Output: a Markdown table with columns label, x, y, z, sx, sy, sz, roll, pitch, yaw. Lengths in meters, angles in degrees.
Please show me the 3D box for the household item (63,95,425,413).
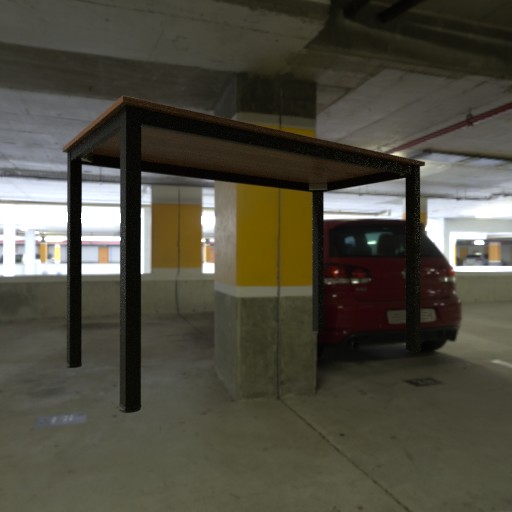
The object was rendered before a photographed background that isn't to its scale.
| label | x | y | z | sx | sy | sz | roll | pitch | yaw |
| --- | --- | --- | --- | --- | --- | --- | --- | --- | --- |
| household item | 0.000 | 0.000 | 1.623 | 1.200 | 0.750 | 0.600 | 0 | -1 | -36 |
